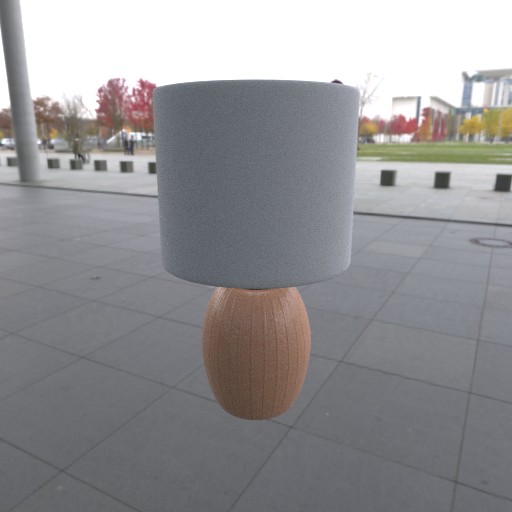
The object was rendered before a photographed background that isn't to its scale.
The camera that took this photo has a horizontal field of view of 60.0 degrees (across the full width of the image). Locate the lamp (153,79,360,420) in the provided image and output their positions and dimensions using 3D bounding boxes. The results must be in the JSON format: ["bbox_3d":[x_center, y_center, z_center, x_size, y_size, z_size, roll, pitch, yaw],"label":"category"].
[{"bbox_3d":[0.000,0.000,0.788,0.329,0.570,0.329,0,15,0],"label":"lamp"}]
